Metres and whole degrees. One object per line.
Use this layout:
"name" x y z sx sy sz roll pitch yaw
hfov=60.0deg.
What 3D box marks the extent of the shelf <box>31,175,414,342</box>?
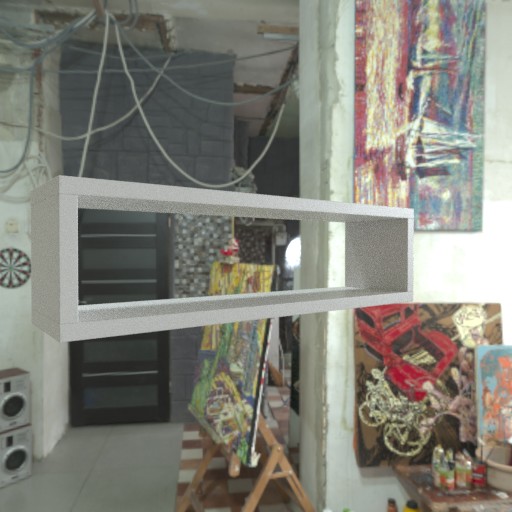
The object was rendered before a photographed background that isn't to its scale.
"shelf" 0.000 0.000 0.692 0.610 0.170 0.150 -1 1 -37
